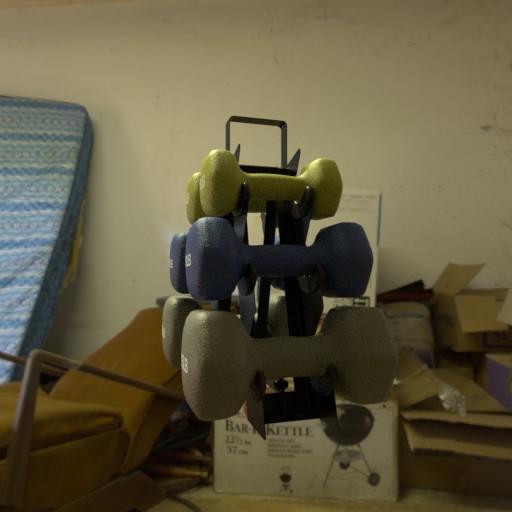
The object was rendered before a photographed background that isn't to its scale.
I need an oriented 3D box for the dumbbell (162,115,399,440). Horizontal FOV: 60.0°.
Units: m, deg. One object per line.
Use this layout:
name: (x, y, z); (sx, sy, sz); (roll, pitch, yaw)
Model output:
dumbbell: (0.000, 0.000, 0.693); (0.261, 0.426, 0.416); (1, -2, -17)
